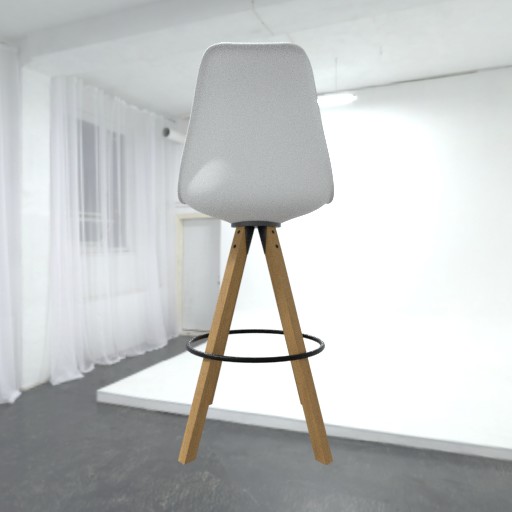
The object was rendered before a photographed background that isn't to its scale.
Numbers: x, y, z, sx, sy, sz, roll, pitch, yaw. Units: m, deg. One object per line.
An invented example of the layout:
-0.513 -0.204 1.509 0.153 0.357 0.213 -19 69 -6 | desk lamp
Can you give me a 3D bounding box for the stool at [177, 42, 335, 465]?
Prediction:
0.000 0.000 1.412 0.482 1.115 0.549 0 1 0 | stool
